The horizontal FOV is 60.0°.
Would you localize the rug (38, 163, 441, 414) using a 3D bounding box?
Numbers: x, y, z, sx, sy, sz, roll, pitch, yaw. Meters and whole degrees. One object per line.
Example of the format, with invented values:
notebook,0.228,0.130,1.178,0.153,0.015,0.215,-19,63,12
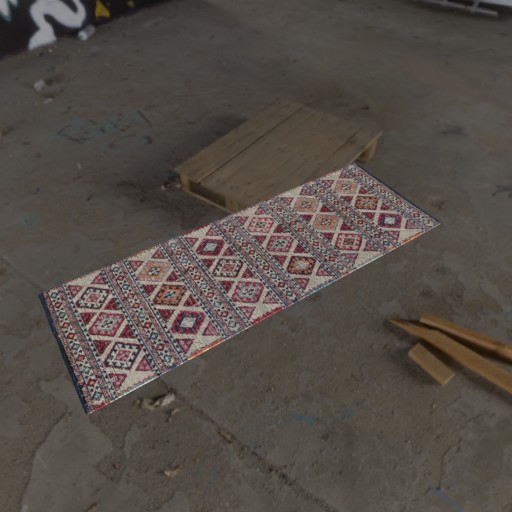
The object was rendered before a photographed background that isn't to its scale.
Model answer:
rug,0.000,0.000,2.672,2.362,0.008,0.832,-25,51,-23
